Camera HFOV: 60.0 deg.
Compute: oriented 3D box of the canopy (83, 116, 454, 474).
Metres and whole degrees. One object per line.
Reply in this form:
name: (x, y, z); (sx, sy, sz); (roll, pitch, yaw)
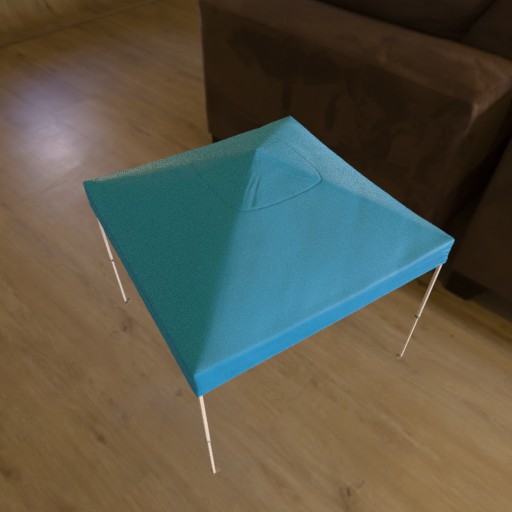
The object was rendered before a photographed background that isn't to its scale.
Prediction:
canopy: (0.000, 0.000, 5.417); (2.996, 2.997, 2.998); (-24, 51, -21)
